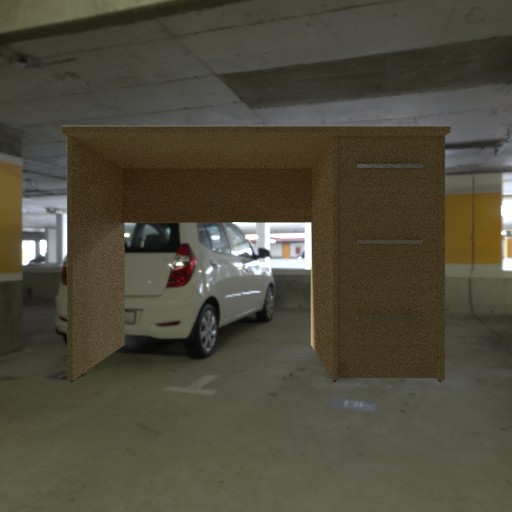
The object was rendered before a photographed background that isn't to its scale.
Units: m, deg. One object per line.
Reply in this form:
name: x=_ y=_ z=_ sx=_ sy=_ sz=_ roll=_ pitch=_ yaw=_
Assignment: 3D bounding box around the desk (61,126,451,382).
desk: x=0.000 y=0.000 z=1.530 sx=1.097 sy=0.735 sz=0.560 roll=0 pitch=0 yaw=0
